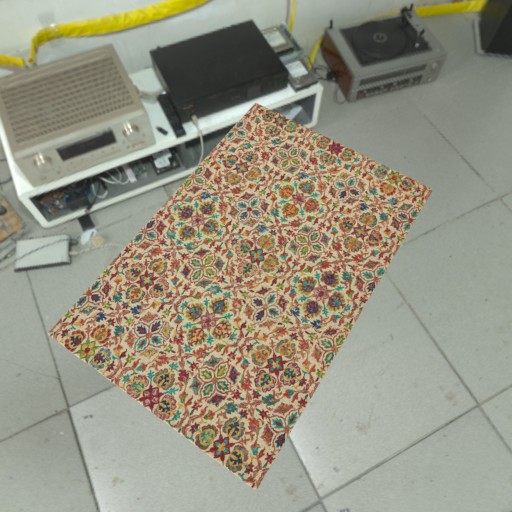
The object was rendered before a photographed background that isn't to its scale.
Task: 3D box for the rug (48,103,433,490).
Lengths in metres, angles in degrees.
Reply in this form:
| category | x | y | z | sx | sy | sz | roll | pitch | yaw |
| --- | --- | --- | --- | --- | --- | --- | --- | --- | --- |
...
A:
| category | x | y | z | sx | sy | sz | roll | pitch | yaw |
| --- | --- | --- | --- | --- | --- | --- | --- | --- | --- |
| rug | 0.000 | 0.000 | 2.355 | 1.226 | 0.013 | 1.838 | 31 | 67 | 14 |
